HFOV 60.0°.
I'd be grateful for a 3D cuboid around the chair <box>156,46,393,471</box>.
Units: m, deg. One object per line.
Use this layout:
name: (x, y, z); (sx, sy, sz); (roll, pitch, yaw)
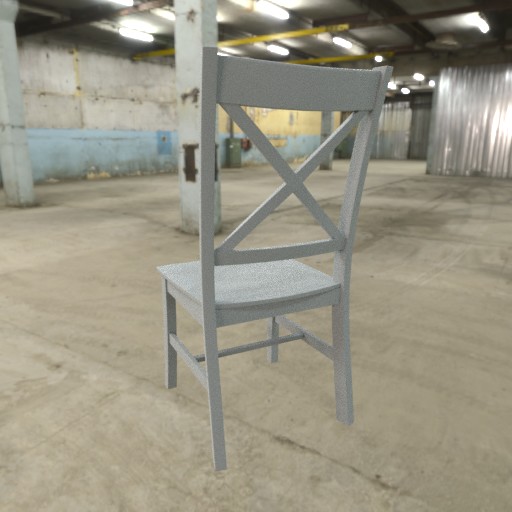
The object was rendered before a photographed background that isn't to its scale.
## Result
chair: (0.000, 0.000, 1.281); (0.485, 0.983, 0.542); (-7, 15, -27)
